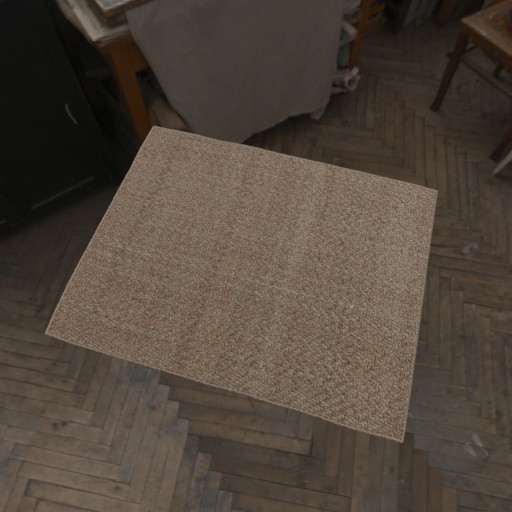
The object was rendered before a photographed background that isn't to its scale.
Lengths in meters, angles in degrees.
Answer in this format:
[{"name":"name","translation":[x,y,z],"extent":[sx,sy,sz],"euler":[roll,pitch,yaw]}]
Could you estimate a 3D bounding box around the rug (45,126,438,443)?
[{"name":"rug","translation":[0.000,0.000,4.053],"extent":[3.048,0.013,2.439],"euler":[15,64,7]}]
